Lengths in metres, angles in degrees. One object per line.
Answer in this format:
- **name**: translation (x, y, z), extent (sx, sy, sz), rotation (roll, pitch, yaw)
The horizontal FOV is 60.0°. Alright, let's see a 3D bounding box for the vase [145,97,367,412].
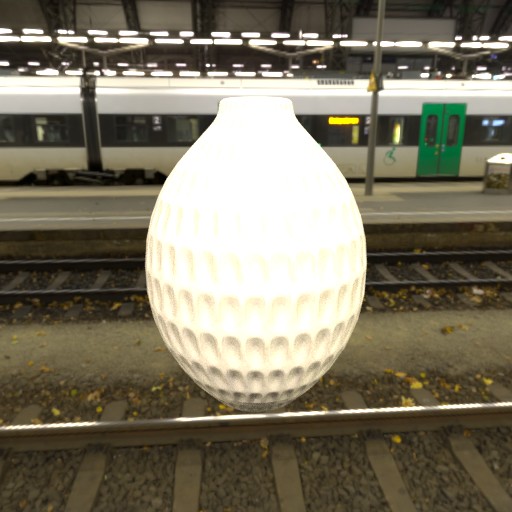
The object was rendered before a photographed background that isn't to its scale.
- **vase**: translation (0.000, 0.000, 0.333), extent (0.162, 0.223, 0.162), rotation (0, 15, 0)
